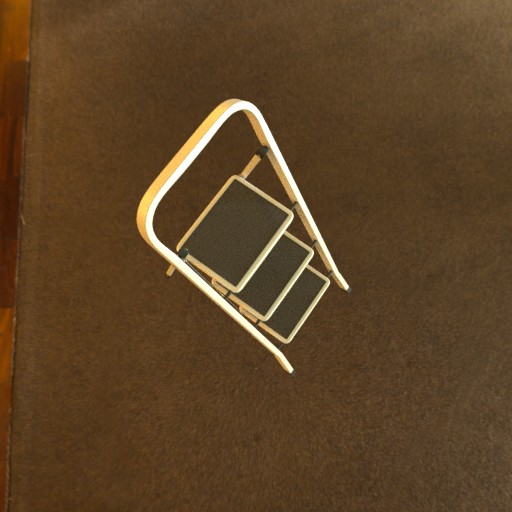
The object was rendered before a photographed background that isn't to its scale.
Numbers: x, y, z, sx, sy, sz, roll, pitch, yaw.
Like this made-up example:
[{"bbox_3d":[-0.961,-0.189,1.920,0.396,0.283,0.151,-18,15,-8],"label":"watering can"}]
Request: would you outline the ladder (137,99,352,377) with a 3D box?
[{"bbox_3d":[0.000,0.000,1.454,0.711,1.050,0.460,35,78,8],"label":"ladder"}]
